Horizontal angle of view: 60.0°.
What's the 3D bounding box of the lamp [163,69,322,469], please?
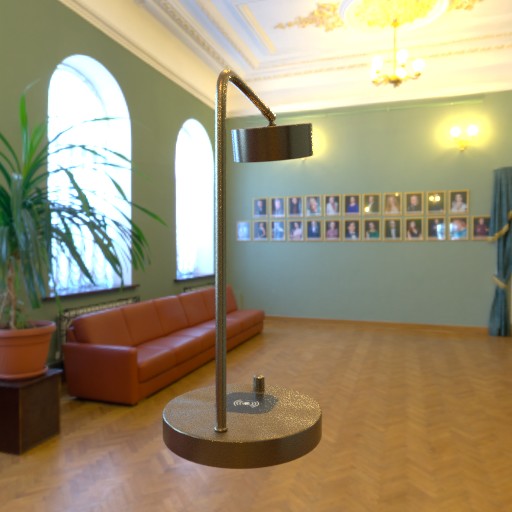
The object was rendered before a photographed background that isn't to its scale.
[{"bbox_3d":[0.000,0.000,0.528,0.171,0.380,0.270,0,1,17],"label":"lamp"}]
